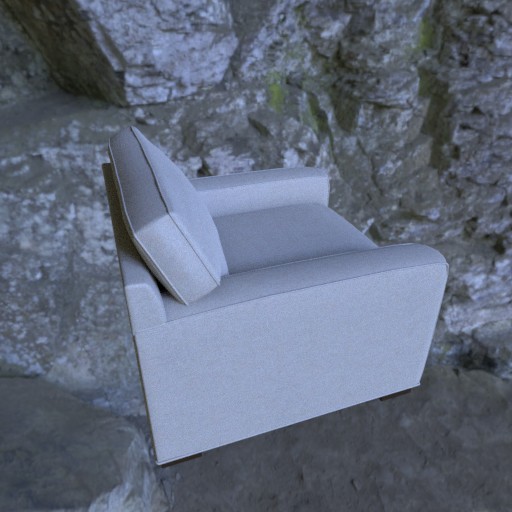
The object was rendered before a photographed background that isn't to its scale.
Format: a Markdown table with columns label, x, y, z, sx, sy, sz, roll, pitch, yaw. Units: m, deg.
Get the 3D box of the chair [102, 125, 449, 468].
| label | x | y | z | sx | sy | sz | roll | pitch | yaw |
| --- | --- | --- | --- | --- | --- | --- | --- | --- | --- |
| chair | 0.000 | 0.000 | 1.776 | 1.043 | 0.913 | 0.998 | -10 | 32 | -17 |
